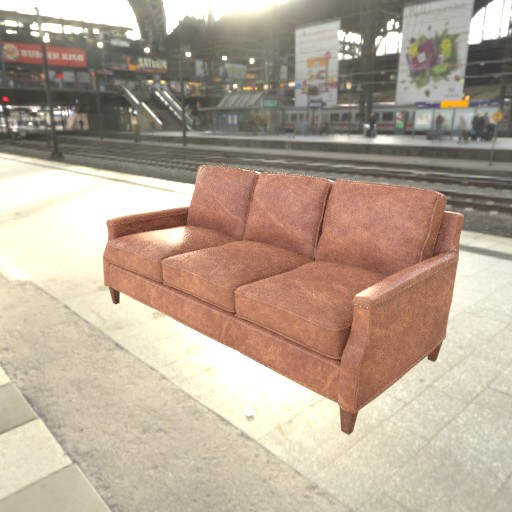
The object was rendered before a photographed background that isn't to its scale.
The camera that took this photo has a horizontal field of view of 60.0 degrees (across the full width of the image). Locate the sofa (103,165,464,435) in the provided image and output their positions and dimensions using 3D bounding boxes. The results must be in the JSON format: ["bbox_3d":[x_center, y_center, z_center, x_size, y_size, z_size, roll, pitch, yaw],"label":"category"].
[{"bbox_3d":[0.000,0.000,2.891,2.246,1.003,1.084,16,23,42],"label":"sofa"}]
